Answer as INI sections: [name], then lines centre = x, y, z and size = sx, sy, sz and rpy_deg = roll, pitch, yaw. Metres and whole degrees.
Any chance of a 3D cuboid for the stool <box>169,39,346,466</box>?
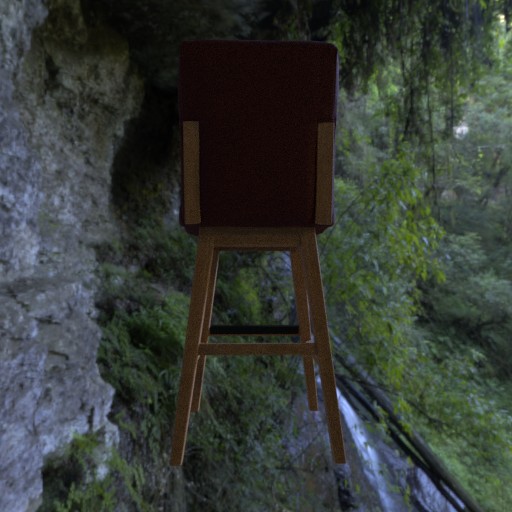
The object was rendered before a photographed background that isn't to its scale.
[stool]
centre = 0.000, 0.000, 1.373
size = 0.468, 1.093, 0.562
rpy_deg = 0, -2, -2
